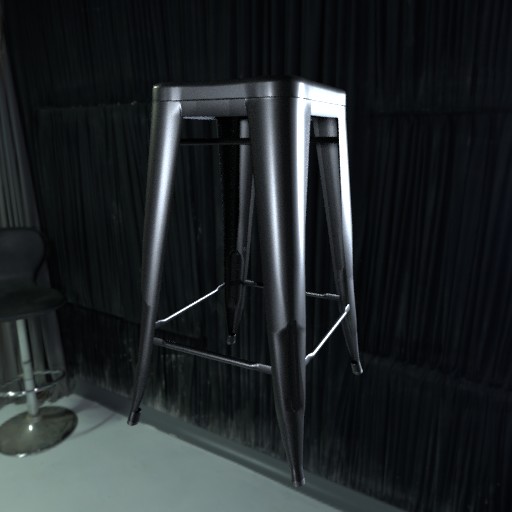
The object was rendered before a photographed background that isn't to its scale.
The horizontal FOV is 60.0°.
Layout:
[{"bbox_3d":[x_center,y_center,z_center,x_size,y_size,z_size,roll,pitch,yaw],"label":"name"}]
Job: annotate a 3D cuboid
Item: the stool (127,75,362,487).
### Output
[{"bbox_3d":[0.000,0.000,0.850,0.359,0.609,0.399,8,17,25],"label":"stool"}]
